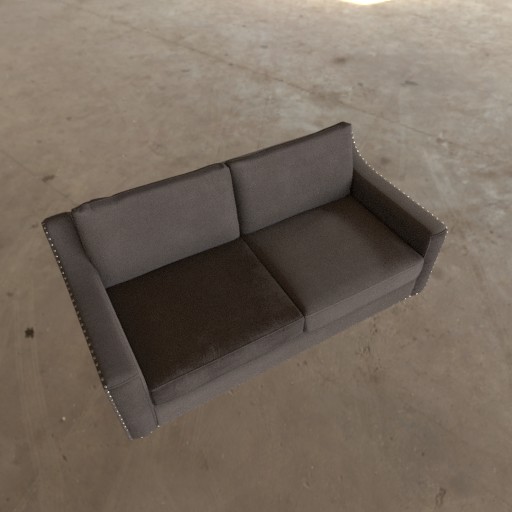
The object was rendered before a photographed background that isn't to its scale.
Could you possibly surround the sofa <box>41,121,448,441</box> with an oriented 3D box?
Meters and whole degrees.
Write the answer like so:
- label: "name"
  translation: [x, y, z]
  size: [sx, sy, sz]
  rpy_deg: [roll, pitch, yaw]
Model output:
- label: "sofa"
  translation: [0.000, 0.000, 3.270]
  size: [2.550, 1.196, 1.336]
  rpy_deg: [-22, 50, -20]
